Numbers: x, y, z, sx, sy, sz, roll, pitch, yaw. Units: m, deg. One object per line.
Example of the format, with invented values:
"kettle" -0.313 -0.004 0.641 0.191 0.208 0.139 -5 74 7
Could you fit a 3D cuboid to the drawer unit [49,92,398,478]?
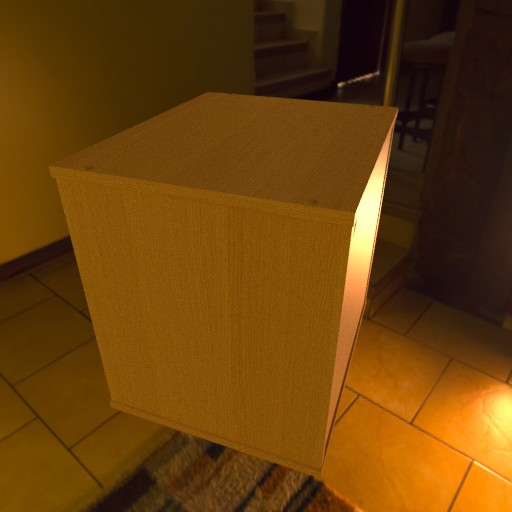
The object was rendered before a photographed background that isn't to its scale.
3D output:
"drawer unit" 0.000 0.000 0.607 0.290 0.344 0.349 11 34 17
